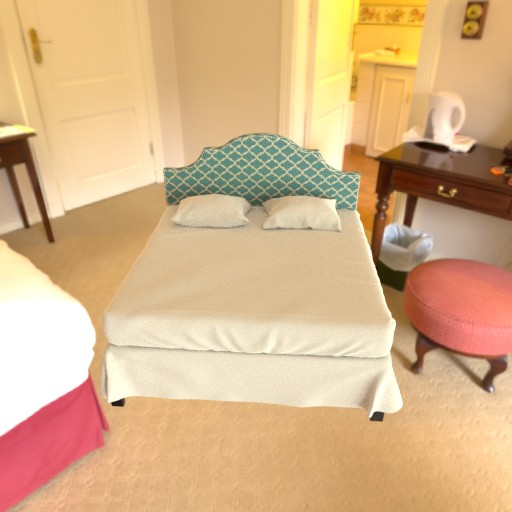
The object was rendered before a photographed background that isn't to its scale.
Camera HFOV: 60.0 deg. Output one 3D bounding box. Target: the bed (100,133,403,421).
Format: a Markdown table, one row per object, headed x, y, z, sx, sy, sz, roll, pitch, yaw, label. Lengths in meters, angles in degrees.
| x | y | z | sx | sy | sz | roll | pitch | yaw | label |
| --- | --- | --- | --- | --- | --- | --- | --- | --- | --- |
| 0.000 | 0.000 | 3.795 | 2.314 | 1.601 | 2.222 | 2 | 30 | 4 | bed |
